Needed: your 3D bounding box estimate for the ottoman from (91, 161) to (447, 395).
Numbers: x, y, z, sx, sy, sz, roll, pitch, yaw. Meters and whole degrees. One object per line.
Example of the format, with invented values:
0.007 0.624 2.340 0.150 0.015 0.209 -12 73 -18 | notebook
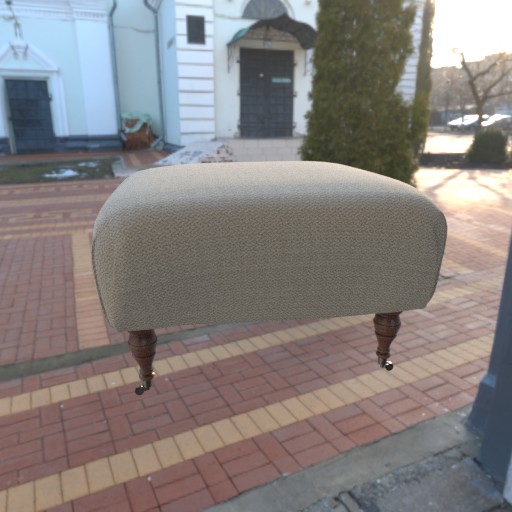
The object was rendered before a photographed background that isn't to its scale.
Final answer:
0.000 0.000 1.098 0.684 0.447 0.622 -3 17 -9 | ottoman
